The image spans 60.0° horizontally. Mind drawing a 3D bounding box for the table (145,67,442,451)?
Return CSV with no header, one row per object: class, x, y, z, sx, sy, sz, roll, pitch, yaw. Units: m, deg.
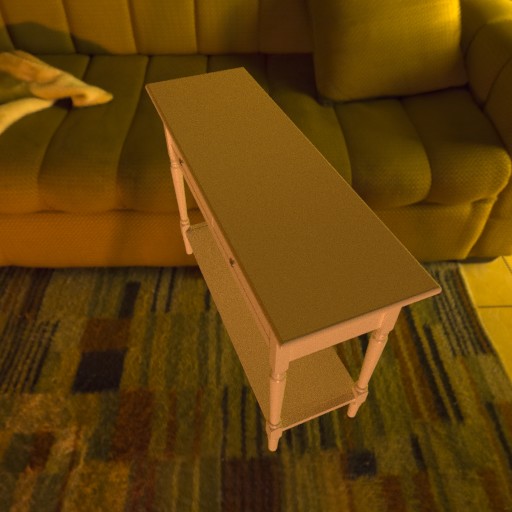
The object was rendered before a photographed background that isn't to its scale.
table,0.000,0.000,1.580,0.386,0.814,1.191,-17,49,-15
